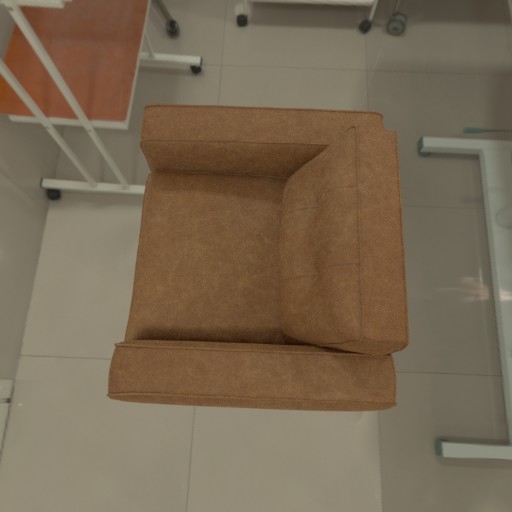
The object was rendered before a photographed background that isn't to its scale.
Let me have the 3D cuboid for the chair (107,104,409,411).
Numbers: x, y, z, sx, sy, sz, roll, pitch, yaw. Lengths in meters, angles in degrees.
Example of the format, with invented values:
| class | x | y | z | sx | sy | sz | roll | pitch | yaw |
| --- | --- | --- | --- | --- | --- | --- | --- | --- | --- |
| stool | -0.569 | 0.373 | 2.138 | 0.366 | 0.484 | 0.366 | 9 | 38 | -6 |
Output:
| class | x | y | z | sx | sy | sz | roll | pitch | yaw |
| --- | --- | --- | --- | --- | --- | --- | --- | --- | --- |
| chair | 0.000 | 0.000 | 1.723 | 0.952 | 0.782 | 1.118 | 2 | 73 | 1 |
